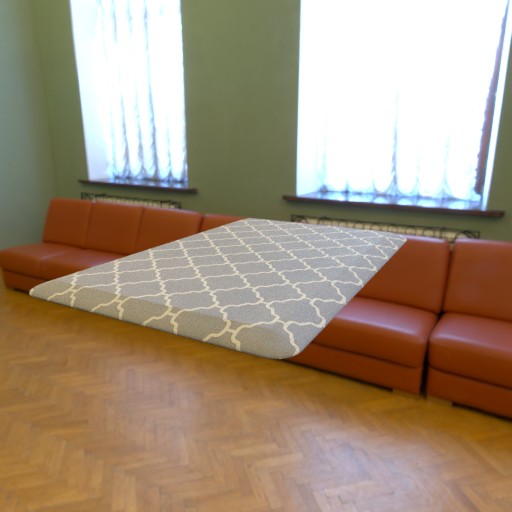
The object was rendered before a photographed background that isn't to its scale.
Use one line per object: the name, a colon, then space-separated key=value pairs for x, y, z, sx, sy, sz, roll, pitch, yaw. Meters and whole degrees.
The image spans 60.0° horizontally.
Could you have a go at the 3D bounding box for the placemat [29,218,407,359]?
placemat: x=0.000 y=0.000 z=0.962 sx=0.508 sy=0.021 sz=0.762 roll=8 pitch=17 yaw=28
